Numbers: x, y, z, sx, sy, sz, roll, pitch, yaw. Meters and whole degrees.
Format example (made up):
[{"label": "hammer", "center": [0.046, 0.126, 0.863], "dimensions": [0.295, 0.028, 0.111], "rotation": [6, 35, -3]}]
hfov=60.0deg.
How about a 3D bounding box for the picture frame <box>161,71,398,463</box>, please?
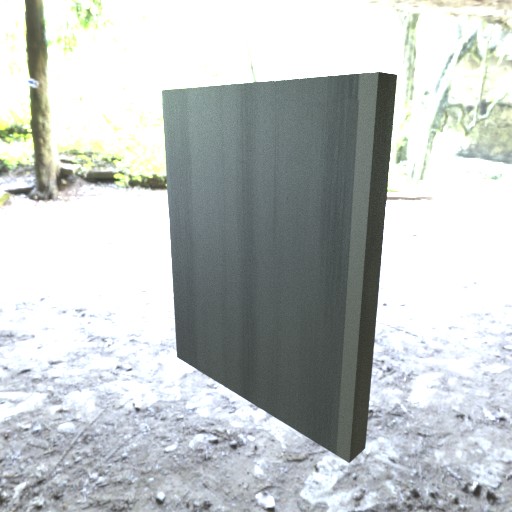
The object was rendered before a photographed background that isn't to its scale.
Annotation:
[{"label": "picture frame", "center": [0.000, 0.000, 0.764], "dimensions": [0.449, 0.555, 0.046], "rotation": [16, 23, 43]}]
